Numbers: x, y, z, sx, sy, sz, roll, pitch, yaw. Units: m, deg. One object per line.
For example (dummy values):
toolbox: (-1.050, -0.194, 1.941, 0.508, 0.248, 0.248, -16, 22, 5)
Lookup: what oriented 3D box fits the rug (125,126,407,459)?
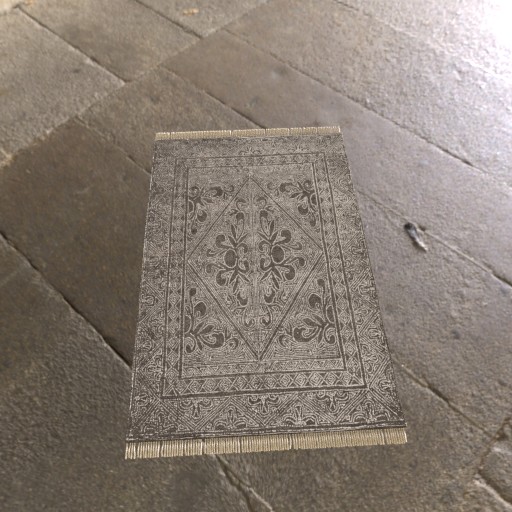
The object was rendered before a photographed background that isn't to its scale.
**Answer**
rug: (0.000, 0.000, 2.993, 1.529, 0.010, 2.440, -3, 58, -2)
